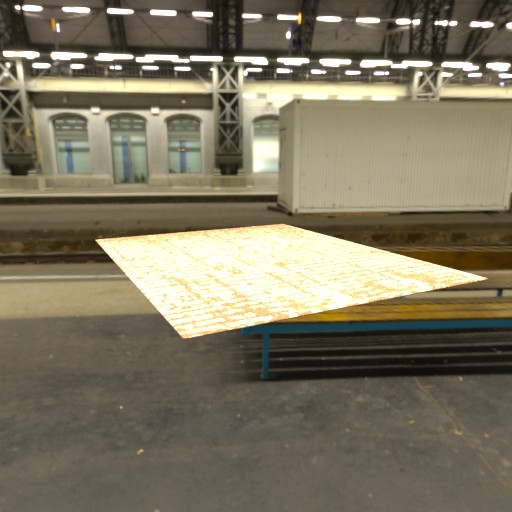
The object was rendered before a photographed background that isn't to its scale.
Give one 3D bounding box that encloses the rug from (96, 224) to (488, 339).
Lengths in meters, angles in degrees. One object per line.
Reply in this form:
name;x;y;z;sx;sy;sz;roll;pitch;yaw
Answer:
rug;0.000;0.000;4.166;2.441;0.011;3.050;-7;15;-27
